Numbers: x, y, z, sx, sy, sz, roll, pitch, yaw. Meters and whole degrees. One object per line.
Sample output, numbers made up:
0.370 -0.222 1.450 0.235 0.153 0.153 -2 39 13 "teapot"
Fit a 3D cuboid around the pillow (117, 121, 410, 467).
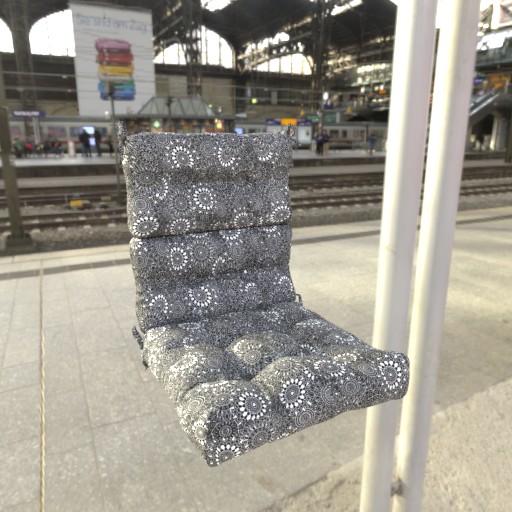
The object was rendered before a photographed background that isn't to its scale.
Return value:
0.000 0.000 1.017 0.519 0.605 0.571 -8 17 -27 "pillow"
